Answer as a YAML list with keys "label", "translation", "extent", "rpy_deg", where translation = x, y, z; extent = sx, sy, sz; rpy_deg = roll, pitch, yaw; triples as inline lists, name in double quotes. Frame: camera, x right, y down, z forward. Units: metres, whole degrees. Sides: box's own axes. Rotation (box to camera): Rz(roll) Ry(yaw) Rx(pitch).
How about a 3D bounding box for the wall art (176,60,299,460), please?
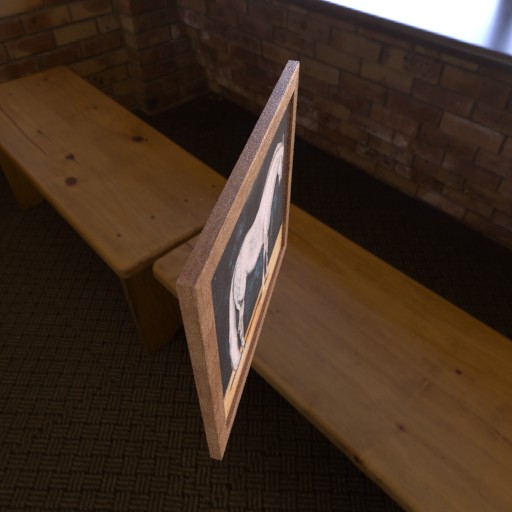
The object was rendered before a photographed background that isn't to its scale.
- label: "wall art"
  translation: [0.000, 0.000, 0.989]
  extent: [0.026, 0.588, 0.690]
  rpy_deg: [11, 47, 10]
